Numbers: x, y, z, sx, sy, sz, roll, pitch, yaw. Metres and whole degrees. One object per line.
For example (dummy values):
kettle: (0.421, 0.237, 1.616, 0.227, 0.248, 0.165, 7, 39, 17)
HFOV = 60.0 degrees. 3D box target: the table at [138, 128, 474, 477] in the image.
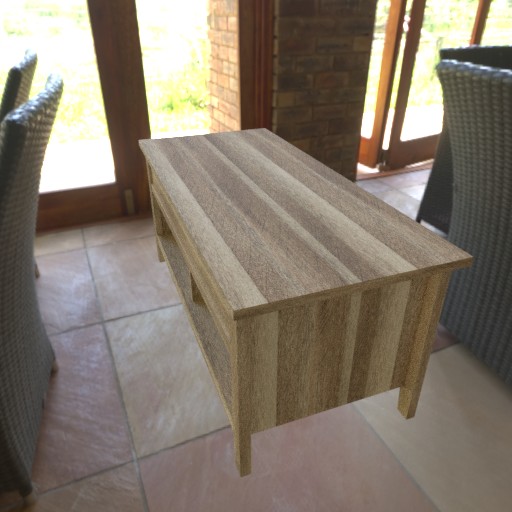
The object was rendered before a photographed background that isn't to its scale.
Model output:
table: (0.000, 0.000, 1.350, 0.493, 0.480, 1.095, -11, 31, -18)
